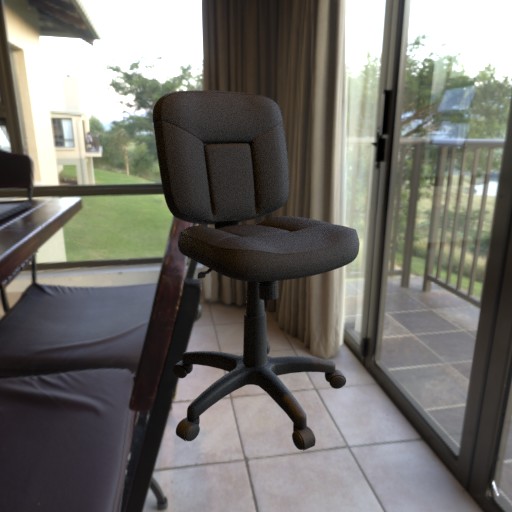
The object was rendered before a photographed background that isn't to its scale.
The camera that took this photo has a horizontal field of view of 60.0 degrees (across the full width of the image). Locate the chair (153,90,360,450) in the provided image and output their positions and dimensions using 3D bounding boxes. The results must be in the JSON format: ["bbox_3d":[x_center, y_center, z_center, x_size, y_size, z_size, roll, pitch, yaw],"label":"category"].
[{"bbox_3d":[0.000,0.000,1.339,0.610,0.972,0.610,-9,19,-28],"label":"chair"}]
